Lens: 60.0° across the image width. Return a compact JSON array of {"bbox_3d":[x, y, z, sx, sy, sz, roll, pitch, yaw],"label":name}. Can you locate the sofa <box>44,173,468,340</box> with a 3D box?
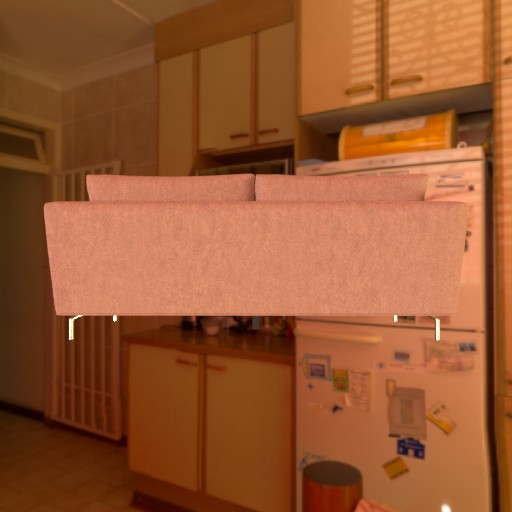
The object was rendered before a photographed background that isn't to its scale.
[{"bbox_3d":[0.000,0.000,2.602,2.121,0.864,0.889,0,-1,0],"label":"sofa"}]
